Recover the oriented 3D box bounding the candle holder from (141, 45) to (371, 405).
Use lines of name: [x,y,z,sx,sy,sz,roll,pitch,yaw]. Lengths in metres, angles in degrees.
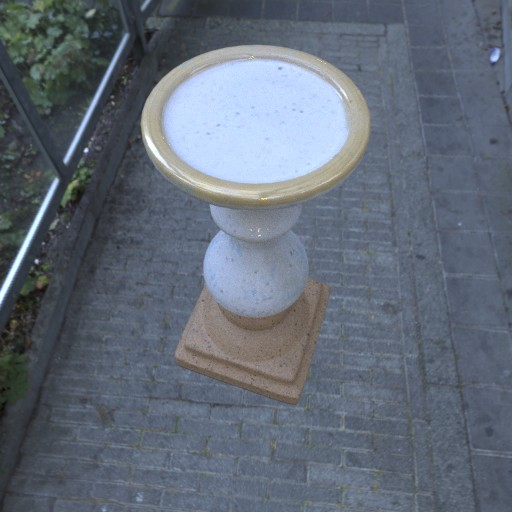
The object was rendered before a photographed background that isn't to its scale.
candle holder: [0.000,0.000,0.295,0.110,0.239,0.110,16,59,10]
